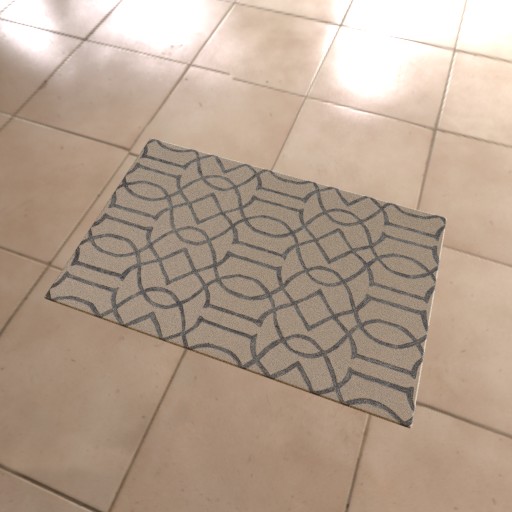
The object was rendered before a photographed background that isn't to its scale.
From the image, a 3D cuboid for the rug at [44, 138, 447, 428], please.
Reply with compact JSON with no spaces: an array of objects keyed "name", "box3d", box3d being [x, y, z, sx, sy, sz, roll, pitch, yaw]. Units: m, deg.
[{"name":"rug","box3d":[0.000,0.000,3.019,2.365,0.017,1.521,17,61,10]}]
